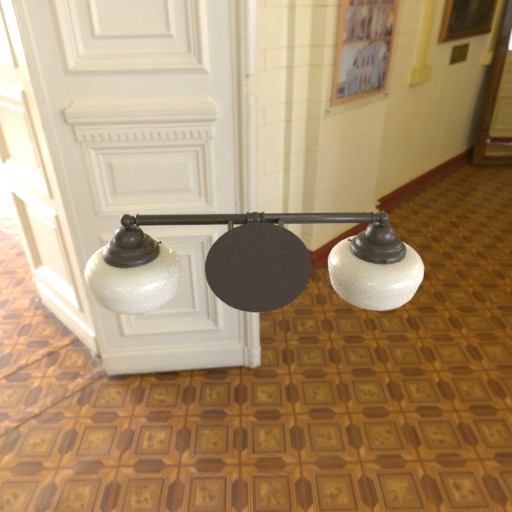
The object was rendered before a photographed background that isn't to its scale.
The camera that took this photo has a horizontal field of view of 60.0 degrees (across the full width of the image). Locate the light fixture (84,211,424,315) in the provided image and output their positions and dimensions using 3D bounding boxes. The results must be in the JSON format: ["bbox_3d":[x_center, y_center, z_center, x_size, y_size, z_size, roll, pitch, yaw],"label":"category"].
[{"bbox_3d":[0.000,0.000,0.724,0.587,0.242,0.239,-1,31,-1],"label":"light fixture"}]
